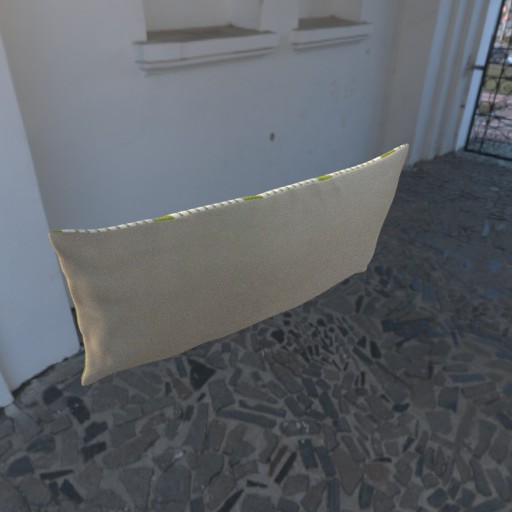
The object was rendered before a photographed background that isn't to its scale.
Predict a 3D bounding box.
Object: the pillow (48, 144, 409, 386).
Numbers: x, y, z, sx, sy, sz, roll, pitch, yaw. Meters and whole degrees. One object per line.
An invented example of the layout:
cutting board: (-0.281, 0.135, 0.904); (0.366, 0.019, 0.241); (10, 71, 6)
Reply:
pillow: (0.000, 0.000, 0.735); (0.608, 0.292, 0.156); (-19, 35, -28)
